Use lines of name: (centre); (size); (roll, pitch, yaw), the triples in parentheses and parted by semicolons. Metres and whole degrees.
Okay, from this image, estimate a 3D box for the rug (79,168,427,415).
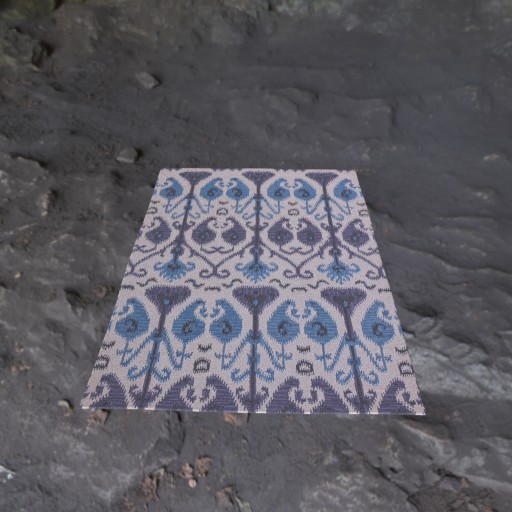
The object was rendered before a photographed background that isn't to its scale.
rug: (0.000, 0.000, 2.967); (1.676, 0.013, 2.261); (1, 42, 1)
